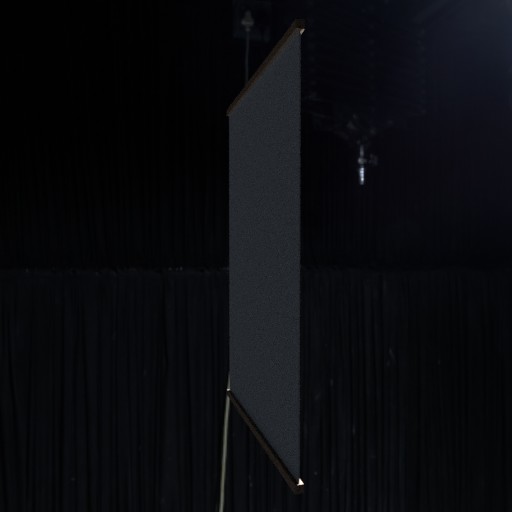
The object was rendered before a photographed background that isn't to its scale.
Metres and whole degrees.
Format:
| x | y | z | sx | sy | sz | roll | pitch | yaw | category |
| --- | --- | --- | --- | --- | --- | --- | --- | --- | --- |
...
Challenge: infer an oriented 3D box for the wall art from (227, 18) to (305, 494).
| x | y | z | sx | sy | sz | roll | pitch | yaw | category |
| --- | --- | --- | --- | --- | --- | --- | --- | --- | --- |
| 0.000 | 0.000 | 1.893 | 0.030 | 1.519 | 0.990 | 0 | 1 | -17 | wall art |
